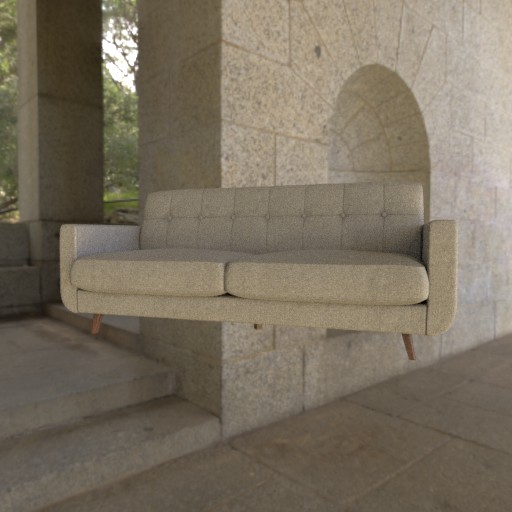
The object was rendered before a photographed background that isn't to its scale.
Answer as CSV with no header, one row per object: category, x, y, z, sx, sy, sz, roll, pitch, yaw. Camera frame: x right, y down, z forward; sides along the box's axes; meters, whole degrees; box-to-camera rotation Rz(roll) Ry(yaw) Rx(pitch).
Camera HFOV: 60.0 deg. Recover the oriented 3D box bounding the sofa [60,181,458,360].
sofa,0.000,0.000,2.560,2.055,0.873,0.968,1,2,19
